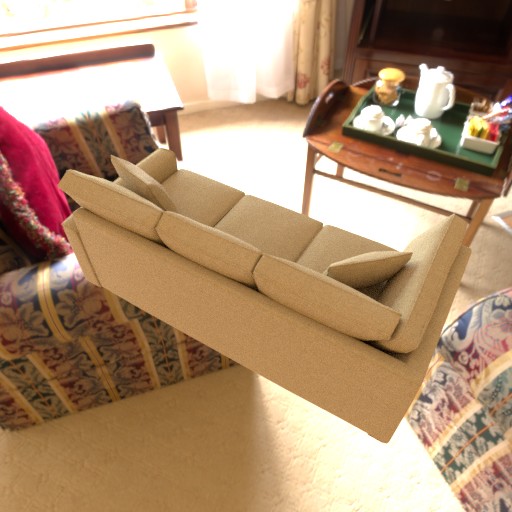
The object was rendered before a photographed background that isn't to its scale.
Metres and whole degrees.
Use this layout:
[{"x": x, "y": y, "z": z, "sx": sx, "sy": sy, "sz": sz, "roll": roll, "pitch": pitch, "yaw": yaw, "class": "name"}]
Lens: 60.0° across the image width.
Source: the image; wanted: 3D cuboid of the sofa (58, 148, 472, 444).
[{"x": 0.000, "y": 0.000, "z": 2.842, "sx": 2.317, "sy": 0.962, "sz": 1.061, "roll": 24, "pitch": 51, "yaw": 21, "class": "sofa"}]
